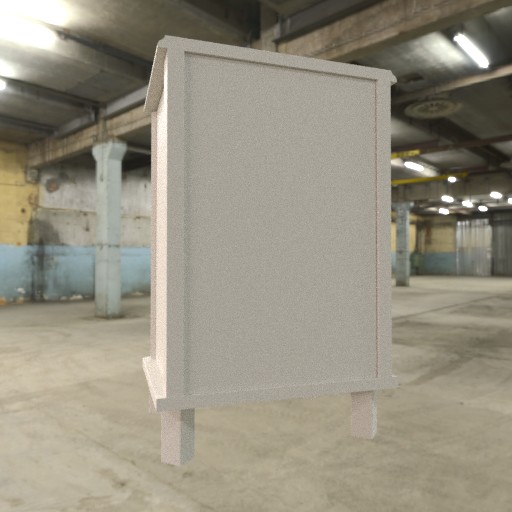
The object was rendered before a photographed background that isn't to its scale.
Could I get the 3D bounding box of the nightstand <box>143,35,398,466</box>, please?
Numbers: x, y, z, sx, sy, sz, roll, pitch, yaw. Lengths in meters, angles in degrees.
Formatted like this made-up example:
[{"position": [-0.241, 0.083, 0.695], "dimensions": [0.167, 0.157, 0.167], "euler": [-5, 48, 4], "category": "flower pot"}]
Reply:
[{"position": [0.000, 0.000, 0.915], "dimensions": [0.435, 0.681, 0.351], "euler": [0, -1, -18], "category": "nightstand"}]
